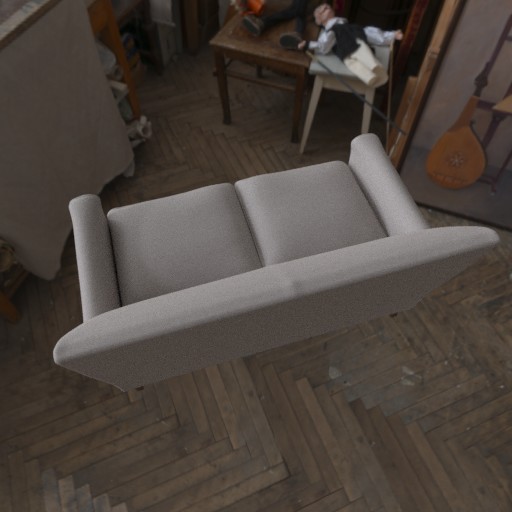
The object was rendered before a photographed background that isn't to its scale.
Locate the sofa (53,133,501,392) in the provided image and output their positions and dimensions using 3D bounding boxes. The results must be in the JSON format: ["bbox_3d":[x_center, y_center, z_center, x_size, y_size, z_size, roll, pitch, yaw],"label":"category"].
[{"bbox_3d":[0.000,0.000,1.977,1.482,0.890,0.888,-14,59,-9],"label":"sofa"}]
